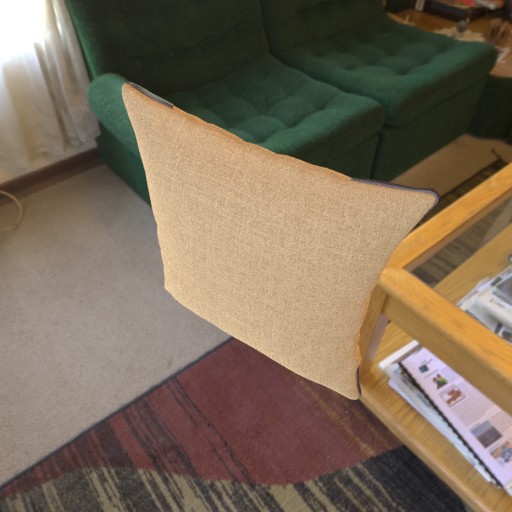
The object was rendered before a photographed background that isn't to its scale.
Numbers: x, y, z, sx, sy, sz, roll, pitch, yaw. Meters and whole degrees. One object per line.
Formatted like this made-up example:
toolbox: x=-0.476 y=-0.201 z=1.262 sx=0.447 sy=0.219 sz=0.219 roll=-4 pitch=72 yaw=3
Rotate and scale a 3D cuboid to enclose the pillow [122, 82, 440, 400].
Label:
pillow: x=0.000 y=0.000 z=0.676 sx=0.440 sy=0.441 sz=0.147 roll=25 pitch=51 yaw=22
